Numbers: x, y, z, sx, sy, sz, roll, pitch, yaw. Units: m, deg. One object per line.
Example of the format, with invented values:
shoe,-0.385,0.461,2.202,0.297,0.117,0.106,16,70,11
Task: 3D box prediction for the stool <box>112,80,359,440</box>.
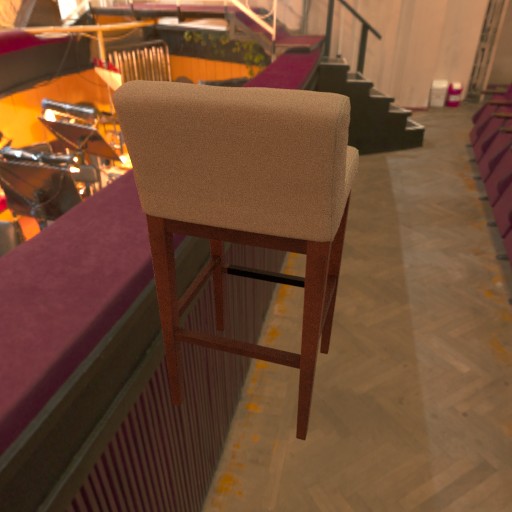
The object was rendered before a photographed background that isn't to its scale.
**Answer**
stool,0.000,0.000,1.336,0.511,1.037,0.500,10,33,15
